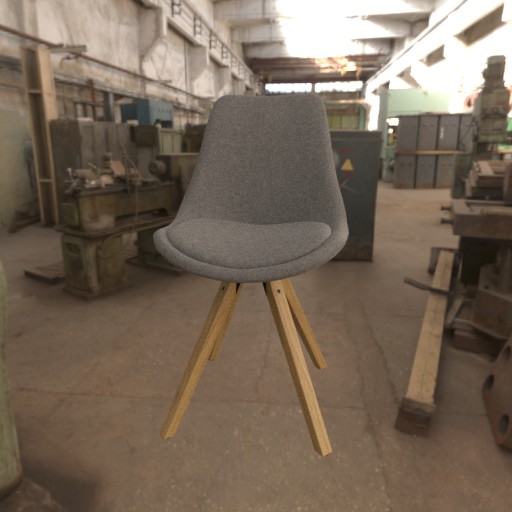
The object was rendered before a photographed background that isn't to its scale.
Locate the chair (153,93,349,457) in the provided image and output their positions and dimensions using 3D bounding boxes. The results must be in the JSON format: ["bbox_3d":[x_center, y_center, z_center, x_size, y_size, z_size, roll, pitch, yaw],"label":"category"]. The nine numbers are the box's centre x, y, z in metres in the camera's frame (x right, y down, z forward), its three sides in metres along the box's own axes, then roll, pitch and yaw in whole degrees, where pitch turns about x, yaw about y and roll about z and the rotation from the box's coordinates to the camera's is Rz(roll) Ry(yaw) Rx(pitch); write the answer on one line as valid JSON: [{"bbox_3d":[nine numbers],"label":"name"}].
[{"bbox_3d":[0.000,0.000,1.197,0.483,0.865,0.550,2,16,9],"label":"chair"}]
